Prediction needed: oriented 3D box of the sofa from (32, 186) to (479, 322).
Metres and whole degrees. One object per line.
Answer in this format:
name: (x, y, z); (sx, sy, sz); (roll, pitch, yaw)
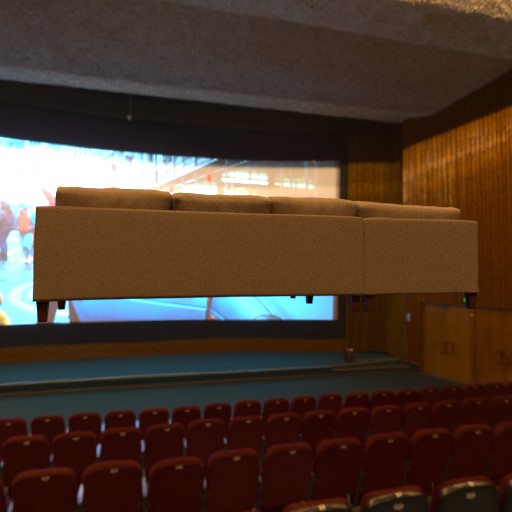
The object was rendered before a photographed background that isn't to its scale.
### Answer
sofa: (0.000, 0.000, 3.792); (3.186, 0.846, 1.625); (0, -2, -16)
